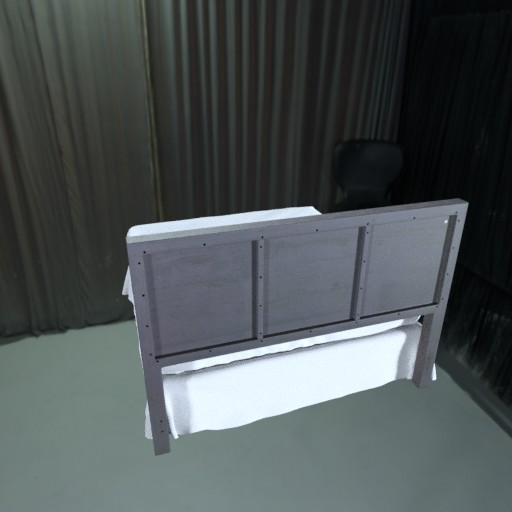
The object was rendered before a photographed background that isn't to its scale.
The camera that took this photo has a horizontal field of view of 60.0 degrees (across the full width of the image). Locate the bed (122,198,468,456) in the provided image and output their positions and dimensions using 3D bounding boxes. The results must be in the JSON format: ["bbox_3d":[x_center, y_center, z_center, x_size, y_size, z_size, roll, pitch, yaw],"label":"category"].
[{"bbox_3d":[0.000,0.000,2.931,1.772,1.142,1.785,-8,26,-16],"label":"bed"}]
